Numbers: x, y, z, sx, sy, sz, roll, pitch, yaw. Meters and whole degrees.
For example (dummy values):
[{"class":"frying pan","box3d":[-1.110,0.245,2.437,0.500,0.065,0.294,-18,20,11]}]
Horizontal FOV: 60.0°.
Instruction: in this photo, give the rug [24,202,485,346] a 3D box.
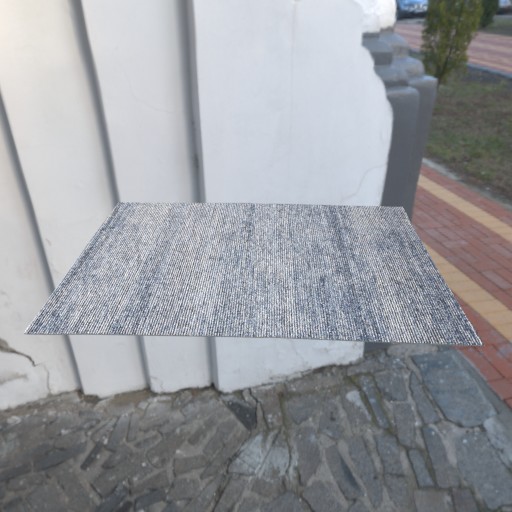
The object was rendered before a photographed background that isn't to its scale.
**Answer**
[{"class":"rug","box3d":[0.000,0.000,2.940,2.349,0.030,1.624,1,31,2]}]
